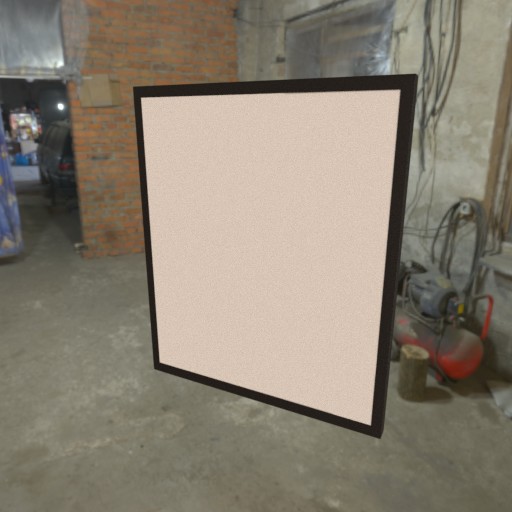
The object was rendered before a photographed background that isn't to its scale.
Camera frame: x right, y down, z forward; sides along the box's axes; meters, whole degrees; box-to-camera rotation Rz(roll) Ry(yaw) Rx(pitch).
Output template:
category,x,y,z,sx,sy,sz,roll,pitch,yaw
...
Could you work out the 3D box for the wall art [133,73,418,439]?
category,x,y,z,sx,sy,sz,roll,pitch,yaw
wall art,0.000,0.000,0.693,0.430,0.509,0.021,8,19,26
